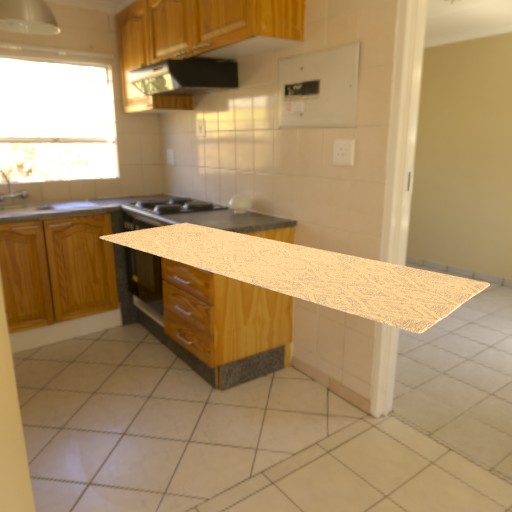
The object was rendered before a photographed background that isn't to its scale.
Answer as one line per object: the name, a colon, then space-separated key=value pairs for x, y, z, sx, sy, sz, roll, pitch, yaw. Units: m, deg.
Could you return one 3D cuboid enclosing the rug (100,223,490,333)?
rug: x=0.000 y=0.000 z=2.711 sx=2.436 sy=0.013 sz=0.807 roll=13 pitch=20 yaw=42
